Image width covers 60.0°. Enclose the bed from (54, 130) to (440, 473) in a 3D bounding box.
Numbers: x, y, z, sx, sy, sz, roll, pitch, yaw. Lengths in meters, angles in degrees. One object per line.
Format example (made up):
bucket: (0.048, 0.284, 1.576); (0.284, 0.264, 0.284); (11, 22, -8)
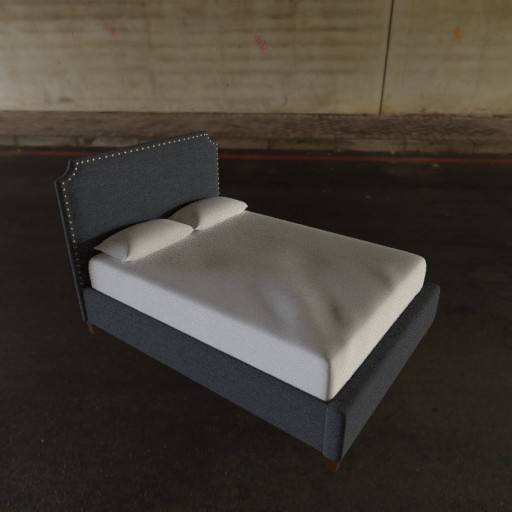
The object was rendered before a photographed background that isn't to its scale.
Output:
bed: (0.000, 0.000, 3.390); (2.372, 1.443, 1.713); (18, 31, 32)
